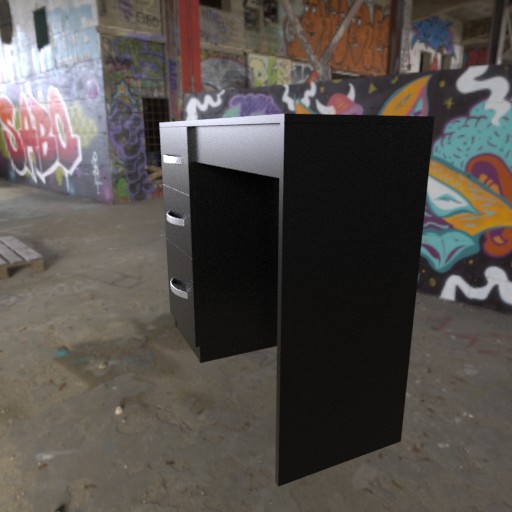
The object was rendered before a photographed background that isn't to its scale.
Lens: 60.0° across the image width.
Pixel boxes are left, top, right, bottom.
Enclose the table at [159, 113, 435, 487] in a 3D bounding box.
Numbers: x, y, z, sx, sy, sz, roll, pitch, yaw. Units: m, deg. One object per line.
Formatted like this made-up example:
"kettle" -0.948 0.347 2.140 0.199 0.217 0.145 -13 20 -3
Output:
"table" 0.000 0.000 1.350 0.380 0.790 0.930 -7 17 -24
